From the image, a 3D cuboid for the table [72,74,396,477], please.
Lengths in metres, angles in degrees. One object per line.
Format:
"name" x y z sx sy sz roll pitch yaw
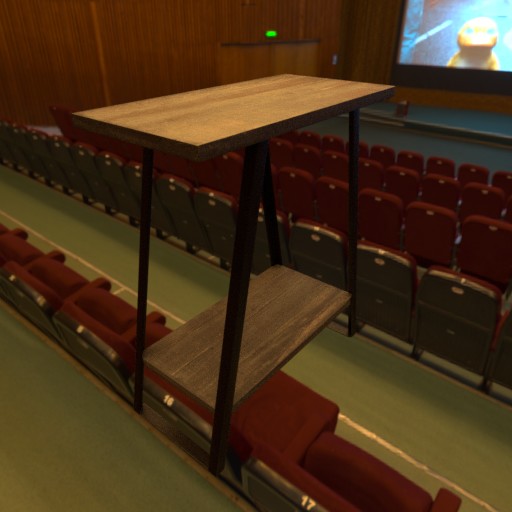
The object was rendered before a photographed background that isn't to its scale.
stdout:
"table" 0.000 0.000 1.026 0.300 0.701 0.599 22 37 33
